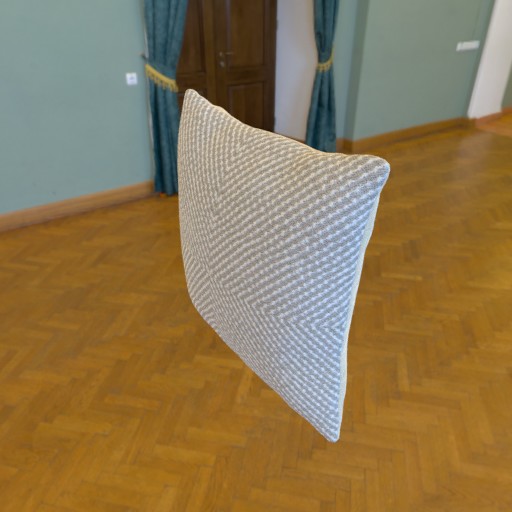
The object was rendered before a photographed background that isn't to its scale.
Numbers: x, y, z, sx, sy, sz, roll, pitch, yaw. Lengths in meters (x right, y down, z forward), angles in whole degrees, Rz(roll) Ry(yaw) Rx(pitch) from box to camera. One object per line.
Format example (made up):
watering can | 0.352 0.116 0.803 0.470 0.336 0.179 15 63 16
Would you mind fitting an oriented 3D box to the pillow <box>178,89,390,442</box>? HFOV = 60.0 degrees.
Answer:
pillow | 0.000 0.000 0.736 0.181 0.458 0.459 -20 37 -29
